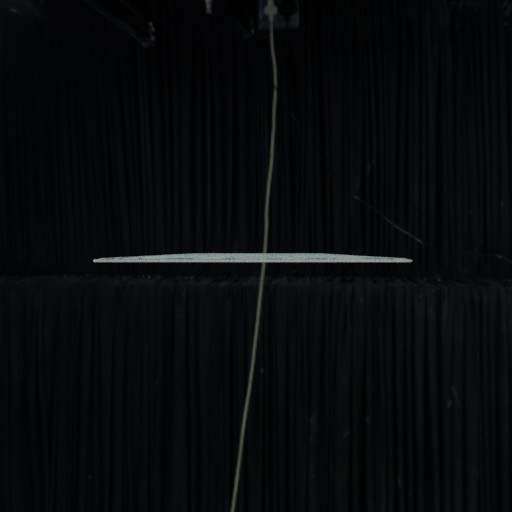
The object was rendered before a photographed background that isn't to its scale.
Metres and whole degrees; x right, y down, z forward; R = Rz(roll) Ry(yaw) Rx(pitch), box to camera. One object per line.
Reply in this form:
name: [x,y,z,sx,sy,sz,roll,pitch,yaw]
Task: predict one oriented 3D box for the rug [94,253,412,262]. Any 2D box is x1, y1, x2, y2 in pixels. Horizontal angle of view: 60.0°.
rug: [0.000,0.000,1.445,0.605,0.007,1.220,0,1,1]
